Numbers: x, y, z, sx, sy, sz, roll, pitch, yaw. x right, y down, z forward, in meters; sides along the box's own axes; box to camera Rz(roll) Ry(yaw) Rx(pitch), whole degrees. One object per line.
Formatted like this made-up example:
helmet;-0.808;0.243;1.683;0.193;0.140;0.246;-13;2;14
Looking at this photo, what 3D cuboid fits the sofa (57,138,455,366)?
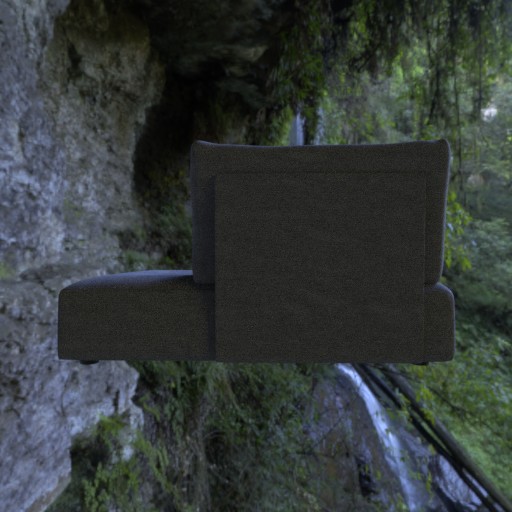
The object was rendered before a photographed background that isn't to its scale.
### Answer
sofa;0.000;0.000;2.027;1.450;0.820;1.002;0;0;1
